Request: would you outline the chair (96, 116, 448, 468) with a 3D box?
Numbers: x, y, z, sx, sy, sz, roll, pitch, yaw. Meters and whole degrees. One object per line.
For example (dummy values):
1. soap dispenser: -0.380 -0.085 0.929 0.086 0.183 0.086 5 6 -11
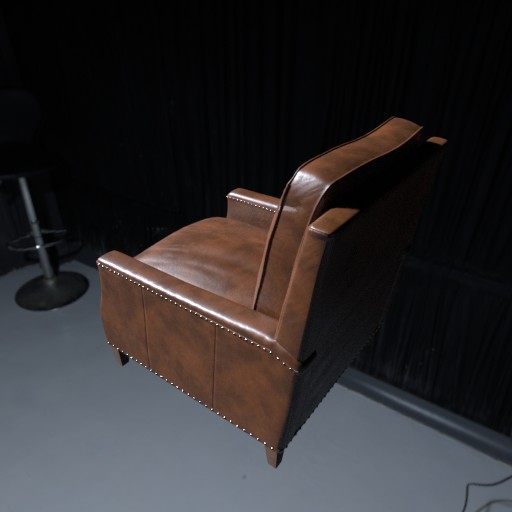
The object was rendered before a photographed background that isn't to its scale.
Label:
1. chair: 0.000 0.000 1.724 1.035 1.054 0.854 21 37 31
